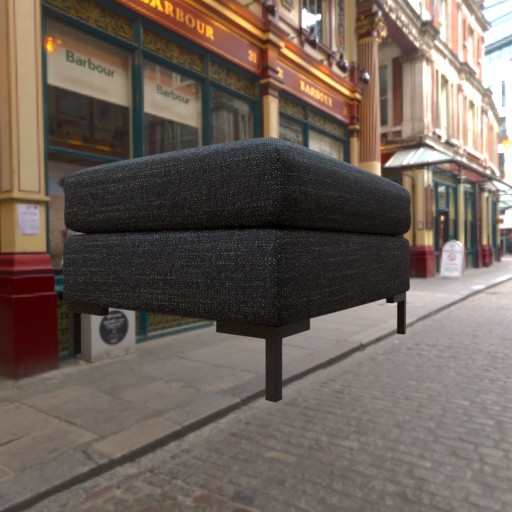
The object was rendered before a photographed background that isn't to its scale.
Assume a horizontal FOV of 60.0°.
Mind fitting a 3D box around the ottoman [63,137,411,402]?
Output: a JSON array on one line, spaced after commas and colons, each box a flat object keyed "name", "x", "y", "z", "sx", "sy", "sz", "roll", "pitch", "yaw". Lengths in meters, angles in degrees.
[{"name": "ottoman", "x": 0.000, "y": 0.000, "z": 1.250, "sx": 0.667, "sy": 0.491, "sz": 0.814, "roll": 1, "pitch": 1, "yaw": 35}]
